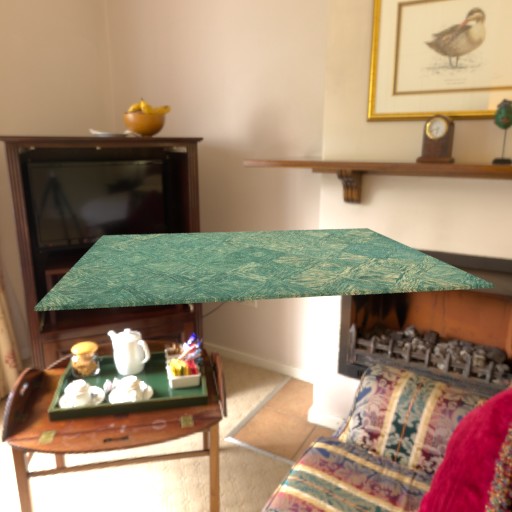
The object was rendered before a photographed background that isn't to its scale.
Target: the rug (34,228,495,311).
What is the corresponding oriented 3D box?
[{"bbox_3d":[0.000,0.000,4.198,3.217,0.027,2.405,-2,14,-8],"label":"rug"}]
